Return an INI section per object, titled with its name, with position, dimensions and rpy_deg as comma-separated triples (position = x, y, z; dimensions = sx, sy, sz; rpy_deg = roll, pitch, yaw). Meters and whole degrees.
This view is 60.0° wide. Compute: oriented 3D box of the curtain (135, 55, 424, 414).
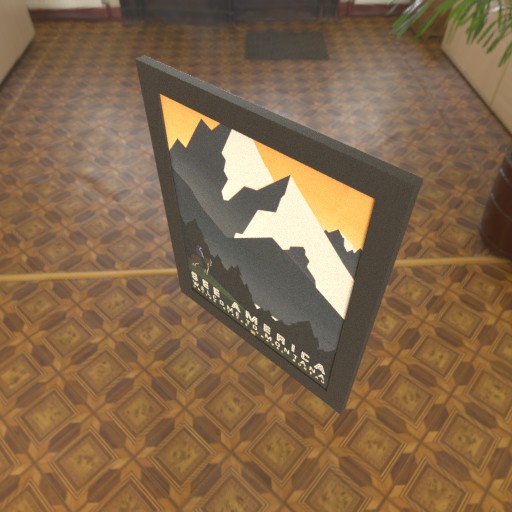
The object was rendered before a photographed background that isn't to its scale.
[curtain]
position = 0.000, 0.000, 0.807
dimensions = 0.483, 0.585, 0.027
rpy_deg = 33, 55, 27
